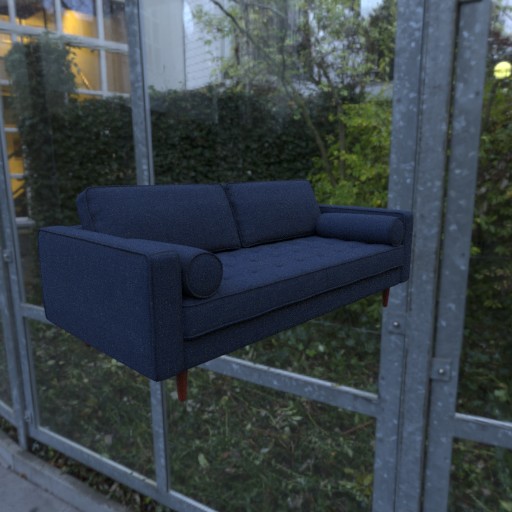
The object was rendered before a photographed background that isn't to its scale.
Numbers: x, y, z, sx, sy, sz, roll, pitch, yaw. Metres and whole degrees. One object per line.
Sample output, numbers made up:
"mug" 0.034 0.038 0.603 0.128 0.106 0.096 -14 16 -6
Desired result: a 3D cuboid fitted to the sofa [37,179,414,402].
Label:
"sofa" 0.000 0.000 2.347 0.914 0.762 1.880 11 15 42
